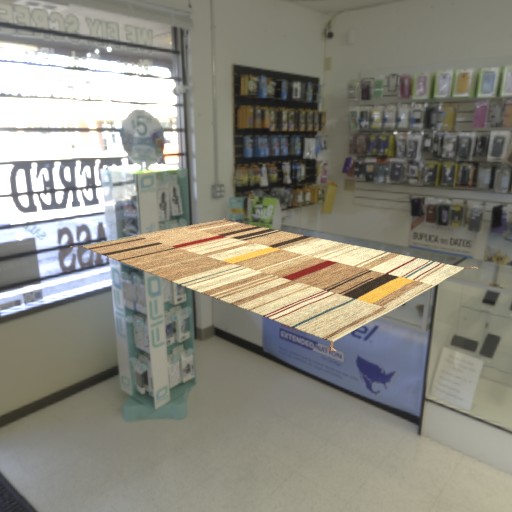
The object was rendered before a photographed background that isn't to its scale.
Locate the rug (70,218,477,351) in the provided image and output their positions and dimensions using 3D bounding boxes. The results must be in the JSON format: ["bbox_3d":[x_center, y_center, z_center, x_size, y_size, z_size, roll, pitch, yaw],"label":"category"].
[{"bbox_3d":[0.000,0.000,2.438,1.918,0.007,1.268,15,21,42],"label":"rug"}]
